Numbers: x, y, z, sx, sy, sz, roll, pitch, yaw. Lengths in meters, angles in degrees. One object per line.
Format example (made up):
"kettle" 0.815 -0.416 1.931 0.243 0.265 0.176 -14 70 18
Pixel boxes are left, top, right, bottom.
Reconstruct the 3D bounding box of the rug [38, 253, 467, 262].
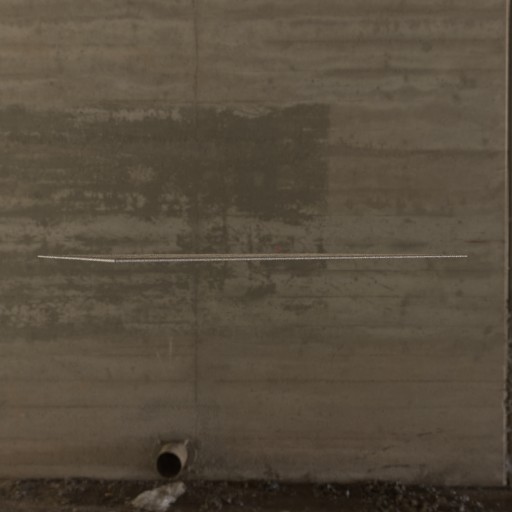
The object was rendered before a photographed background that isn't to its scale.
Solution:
"rug" 0.000 0.000 3.394 2.746 0.018 1.819 -1 1 -35
